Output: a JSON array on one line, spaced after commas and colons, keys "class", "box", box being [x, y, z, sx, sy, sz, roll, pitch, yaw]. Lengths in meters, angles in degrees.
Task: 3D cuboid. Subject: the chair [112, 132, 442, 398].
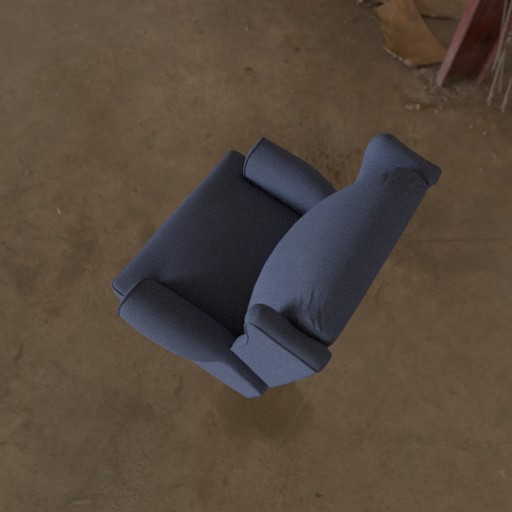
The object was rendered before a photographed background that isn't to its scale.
[{"class": "chair", "box": [0.000, 0.000, 1.721, 0.877, 1.020, 0.971, 31, 67, 15]}]
